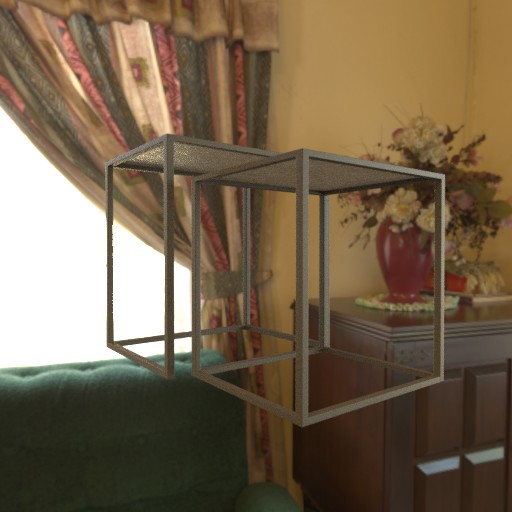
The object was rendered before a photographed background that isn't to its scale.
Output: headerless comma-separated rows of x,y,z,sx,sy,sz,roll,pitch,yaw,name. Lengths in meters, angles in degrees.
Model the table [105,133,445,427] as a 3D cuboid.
0.000,0.000,1.134,0.508,0.540,0.788,-1,1,-37,table
